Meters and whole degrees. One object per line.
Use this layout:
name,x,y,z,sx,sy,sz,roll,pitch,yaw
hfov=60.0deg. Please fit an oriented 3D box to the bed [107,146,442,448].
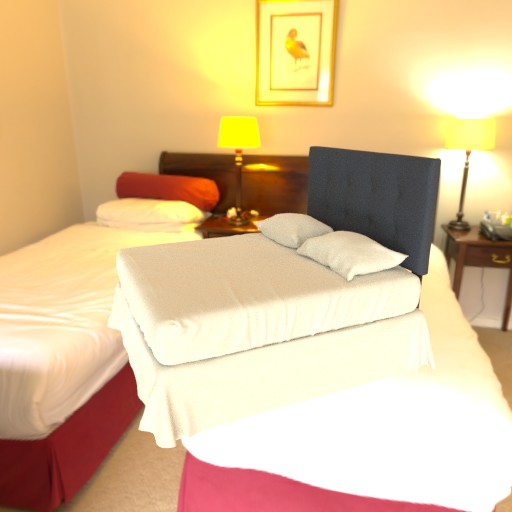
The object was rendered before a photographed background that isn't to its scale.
bed,0.000,0.000,3.531,2.222,1.577,1.936,-8,19,-23
